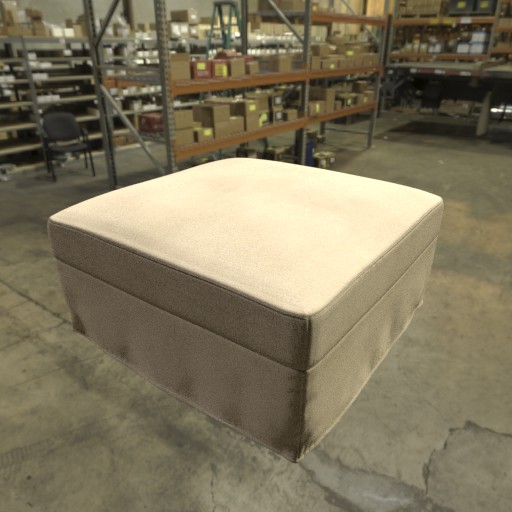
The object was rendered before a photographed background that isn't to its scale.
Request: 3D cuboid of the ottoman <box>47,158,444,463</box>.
[{"bbox_3d":[0.000,0.000,1.331,0.843,0.441,0.842,18,31,32],"label":"ottoman"}]
